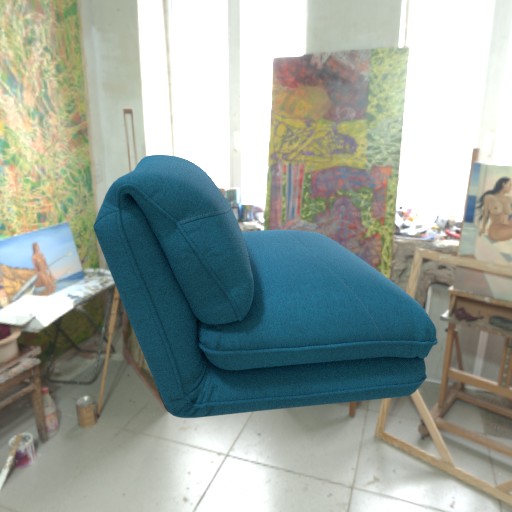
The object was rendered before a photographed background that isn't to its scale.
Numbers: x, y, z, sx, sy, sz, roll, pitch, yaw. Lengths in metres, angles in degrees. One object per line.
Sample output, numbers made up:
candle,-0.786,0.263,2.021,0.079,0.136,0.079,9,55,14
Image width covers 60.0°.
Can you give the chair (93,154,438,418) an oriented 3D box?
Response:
chair,0.000,0.000,1.336,0.780,0.580,0.820,-3,16,-9
